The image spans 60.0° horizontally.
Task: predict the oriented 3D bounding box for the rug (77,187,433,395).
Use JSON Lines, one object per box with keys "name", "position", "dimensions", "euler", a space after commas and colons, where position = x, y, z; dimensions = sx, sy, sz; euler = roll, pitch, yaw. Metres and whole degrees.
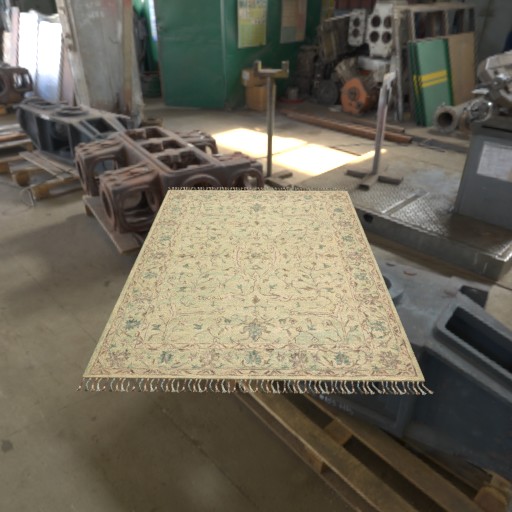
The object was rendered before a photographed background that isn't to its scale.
{"name": "rug", "position": [0.000, 0.000, 2.289], "dimensions": [1.247, 0.008, 1.802], "euler": [0, 31, 1]}
